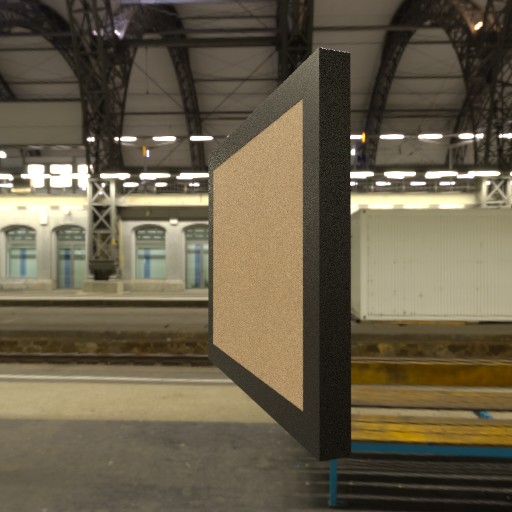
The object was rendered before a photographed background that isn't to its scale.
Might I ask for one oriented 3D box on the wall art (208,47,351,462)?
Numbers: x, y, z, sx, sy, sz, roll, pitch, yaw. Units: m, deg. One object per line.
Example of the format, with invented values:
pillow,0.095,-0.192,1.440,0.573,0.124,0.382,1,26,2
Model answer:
wall art,0.000,0.000,0.528,0.028,0.321,0.381,0,-1,-19
